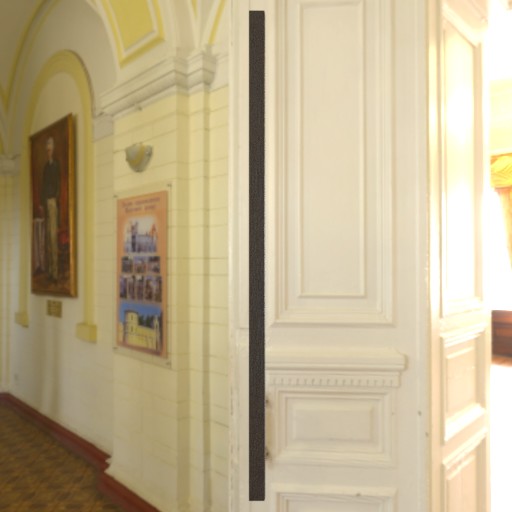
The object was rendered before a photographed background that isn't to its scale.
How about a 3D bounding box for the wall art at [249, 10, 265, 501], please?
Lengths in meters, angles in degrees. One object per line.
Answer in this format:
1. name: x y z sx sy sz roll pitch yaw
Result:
1. wall art: 0.000 0.000 0.643 0.017 0.513 0.359 0 0 0
